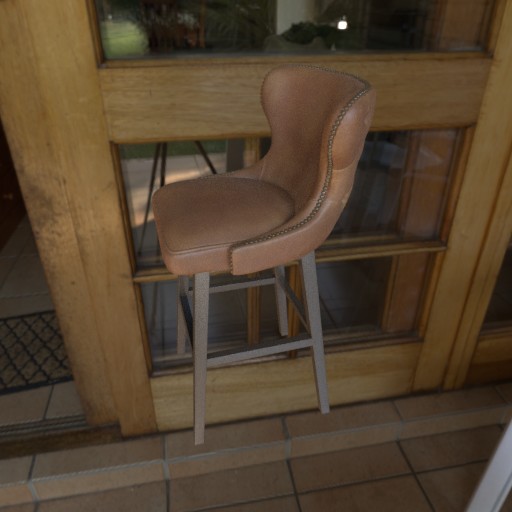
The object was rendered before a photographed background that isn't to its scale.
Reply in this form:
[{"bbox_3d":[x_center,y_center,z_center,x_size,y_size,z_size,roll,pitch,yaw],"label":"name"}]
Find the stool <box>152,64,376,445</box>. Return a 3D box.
[{"bbox_3d":[0.000,0.000,1.440,0.606,1.087,0.591,-8,31,-14],"label":"stool"}]
